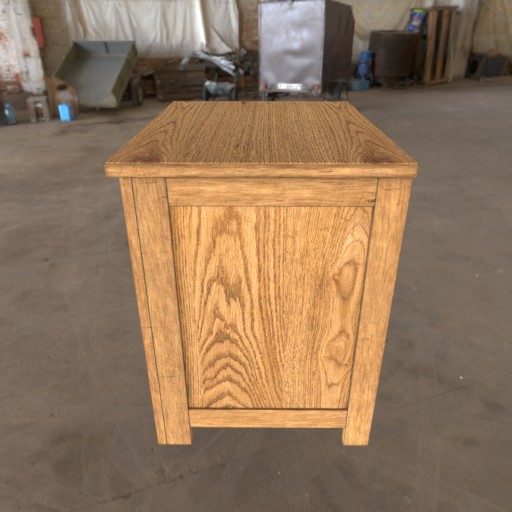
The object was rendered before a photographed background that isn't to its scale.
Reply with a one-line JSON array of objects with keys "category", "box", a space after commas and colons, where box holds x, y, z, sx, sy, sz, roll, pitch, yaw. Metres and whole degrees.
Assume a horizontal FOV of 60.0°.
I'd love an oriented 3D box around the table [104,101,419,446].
[{"category": "table", "box": [0.000, 0.000, 1.070, 0.494, 0.625, 0.601, 0, 28, 0]}]
